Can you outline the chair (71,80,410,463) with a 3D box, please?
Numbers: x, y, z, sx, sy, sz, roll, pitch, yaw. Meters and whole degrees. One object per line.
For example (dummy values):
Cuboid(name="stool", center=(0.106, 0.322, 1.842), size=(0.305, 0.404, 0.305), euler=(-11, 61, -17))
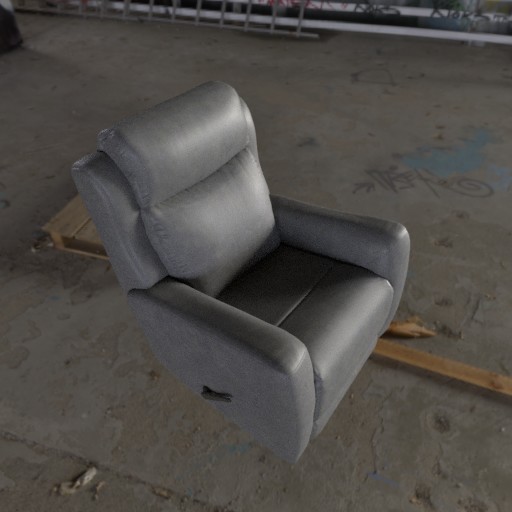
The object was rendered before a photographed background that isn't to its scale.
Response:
Cuboid(name="chair", center=(0.000, 0.000, 1.874), size=(1.068, 1.116, 0.967), euler=(27, 48, 27))
